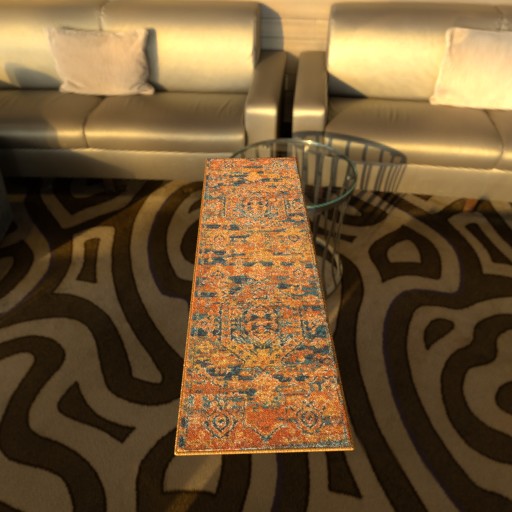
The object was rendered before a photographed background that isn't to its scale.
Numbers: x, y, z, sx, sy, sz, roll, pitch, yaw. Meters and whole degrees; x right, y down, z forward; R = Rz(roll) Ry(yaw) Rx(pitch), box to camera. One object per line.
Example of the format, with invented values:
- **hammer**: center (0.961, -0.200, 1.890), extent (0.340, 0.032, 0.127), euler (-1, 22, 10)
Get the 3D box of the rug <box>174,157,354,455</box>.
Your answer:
- **rug**: center (0.000, 0.000, 2.041), extent (0.556, 0.013, 1.820), euler (-1, 41, -1)
